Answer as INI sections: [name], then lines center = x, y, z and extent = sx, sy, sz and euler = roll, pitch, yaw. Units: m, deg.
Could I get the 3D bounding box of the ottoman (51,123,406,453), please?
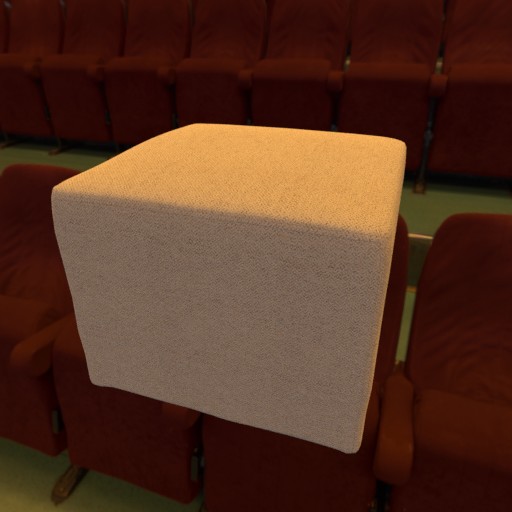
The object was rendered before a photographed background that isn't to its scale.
[ottoman]
center = 0.000, 0.000, 0.898
extent = 0.521, 0.453, 0.512
euler = 9, 29, 17
